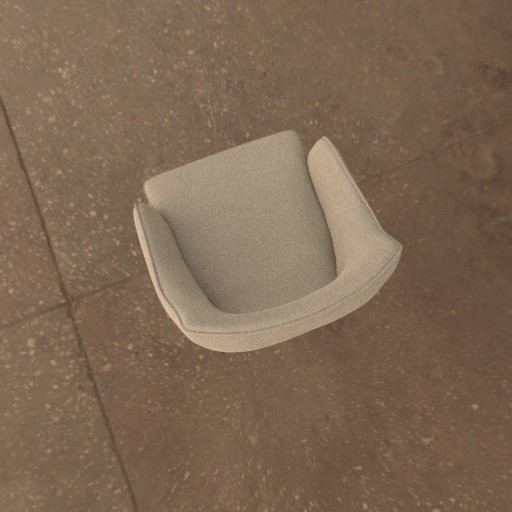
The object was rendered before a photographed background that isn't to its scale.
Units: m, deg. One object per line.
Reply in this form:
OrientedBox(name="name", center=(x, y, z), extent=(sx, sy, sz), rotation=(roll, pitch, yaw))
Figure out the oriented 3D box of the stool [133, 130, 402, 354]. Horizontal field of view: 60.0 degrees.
OrientedBox(name="stool", center=(0.000, 0.000, 1.292), extent=(0.550, 0.936, 0.560), rotation=(-21, 75, -6))
